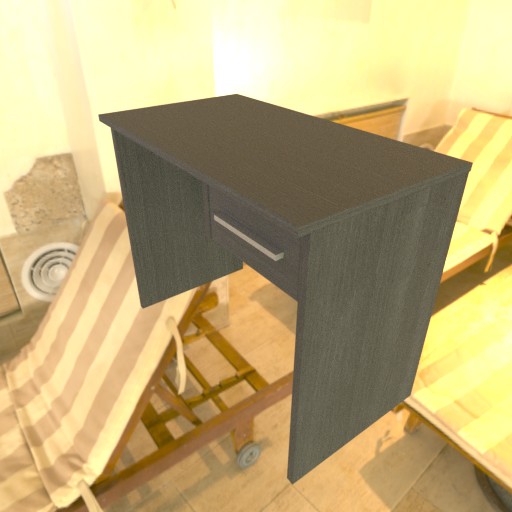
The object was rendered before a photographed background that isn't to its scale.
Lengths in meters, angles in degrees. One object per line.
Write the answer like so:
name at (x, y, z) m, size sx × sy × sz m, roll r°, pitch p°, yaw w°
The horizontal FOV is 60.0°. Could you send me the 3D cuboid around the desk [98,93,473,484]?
desk at (0.000, 0.000, 1.318) m, size 0.498 × 0.724 × 0.893 m, roll -21°, pitch 37°, yaw -31°
